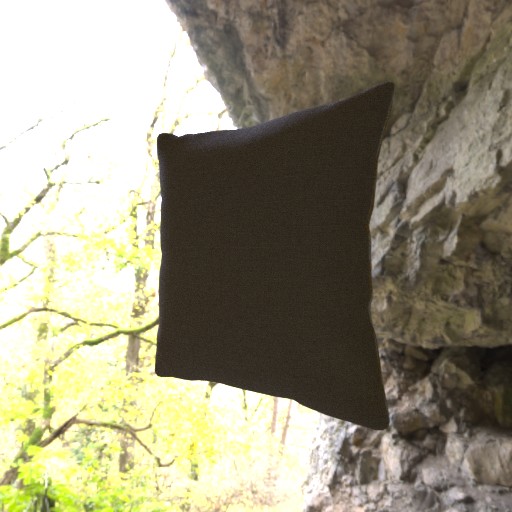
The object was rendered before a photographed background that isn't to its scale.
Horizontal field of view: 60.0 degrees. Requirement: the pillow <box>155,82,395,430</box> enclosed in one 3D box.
[{"bbox_3d":[0.000,0.000,0.675,0.429,0.436,0.159,0,0,35],"label":"pillow"}]
